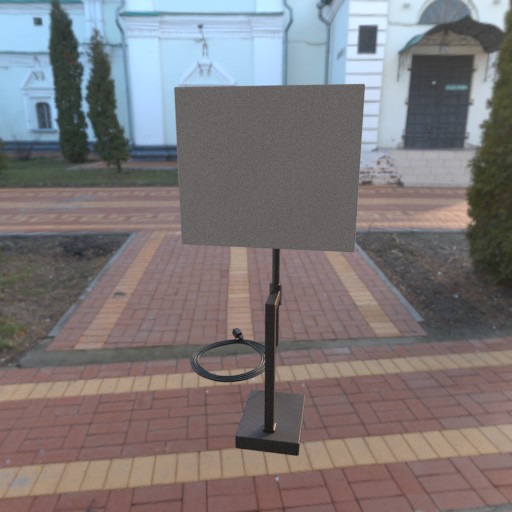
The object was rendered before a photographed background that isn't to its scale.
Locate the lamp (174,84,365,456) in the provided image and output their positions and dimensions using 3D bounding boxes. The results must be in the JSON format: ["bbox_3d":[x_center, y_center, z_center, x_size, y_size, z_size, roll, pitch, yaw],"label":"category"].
[{"bbox_3d":[0.000,0.000,0.979,0.399,0.660,0.504,3,16,10],"label":"lamp"}]
